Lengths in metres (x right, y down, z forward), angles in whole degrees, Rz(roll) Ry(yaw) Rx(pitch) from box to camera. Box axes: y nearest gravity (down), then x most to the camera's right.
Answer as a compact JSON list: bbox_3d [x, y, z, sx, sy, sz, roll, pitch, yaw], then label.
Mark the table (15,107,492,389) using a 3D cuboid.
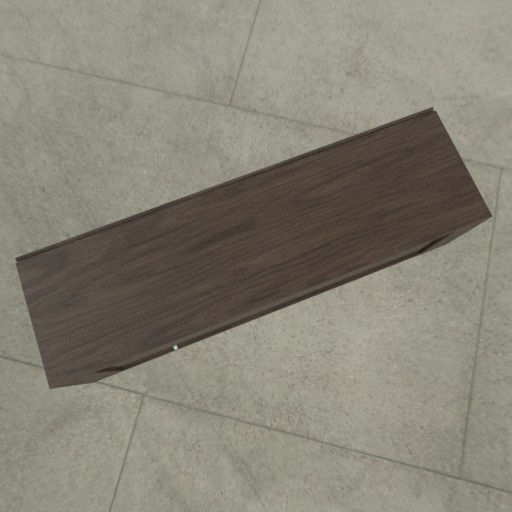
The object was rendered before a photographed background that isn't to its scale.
[{"bbox_3d":[0.000,0.000,1.587,1.397,0.508,0.405,-21,78,-5],"label":"table"}]
